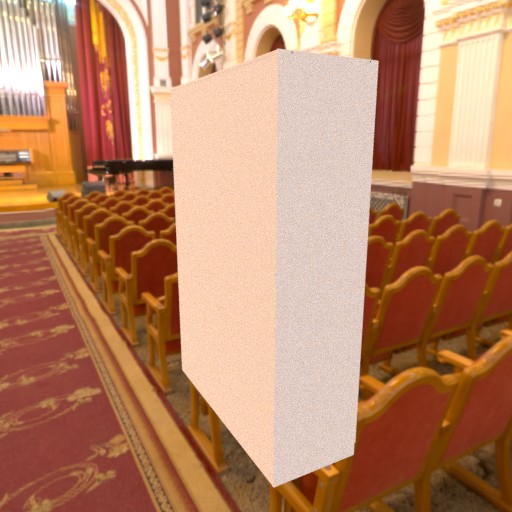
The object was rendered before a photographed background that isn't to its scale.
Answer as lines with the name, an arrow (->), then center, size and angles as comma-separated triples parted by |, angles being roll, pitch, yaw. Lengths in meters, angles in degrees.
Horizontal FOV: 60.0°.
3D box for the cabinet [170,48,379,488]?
cabinet -> 0.000, 0.000, 2.530 | 0.510, 1.910, 1.290 | -7, 15, -27
